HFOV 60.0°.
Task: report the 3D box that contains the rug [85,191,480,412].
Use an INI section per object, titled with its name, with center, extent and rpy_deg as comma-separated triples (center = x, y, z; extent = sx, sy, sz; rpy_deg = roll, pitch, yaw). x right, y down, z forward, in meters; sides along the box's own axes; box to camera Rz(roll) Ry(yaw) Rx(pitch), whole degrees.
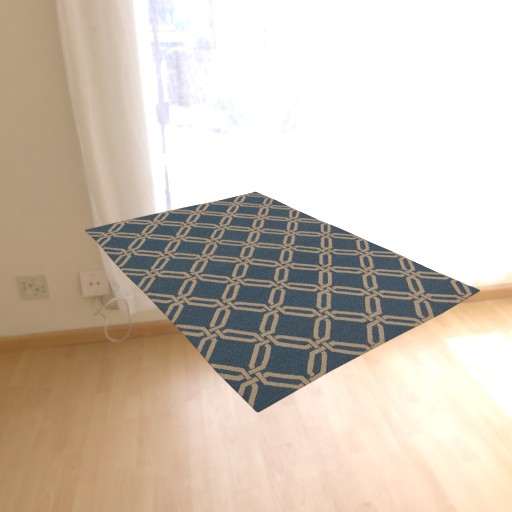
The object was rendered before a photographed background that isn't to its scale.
[rug]
center = 0.000, 0.000, 2.802
extent = 1.524, 0.013, 2.135
rpy_deg = -18, 31, -31
